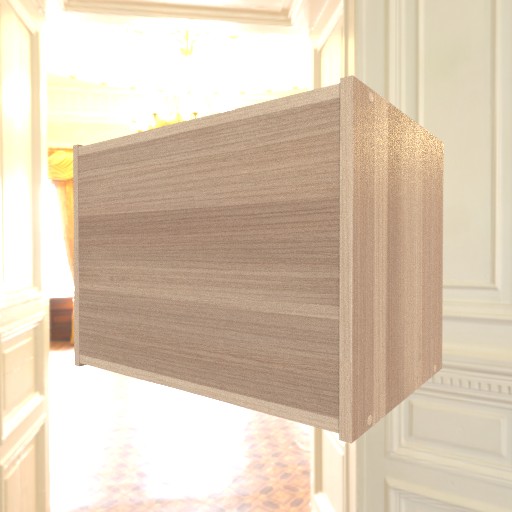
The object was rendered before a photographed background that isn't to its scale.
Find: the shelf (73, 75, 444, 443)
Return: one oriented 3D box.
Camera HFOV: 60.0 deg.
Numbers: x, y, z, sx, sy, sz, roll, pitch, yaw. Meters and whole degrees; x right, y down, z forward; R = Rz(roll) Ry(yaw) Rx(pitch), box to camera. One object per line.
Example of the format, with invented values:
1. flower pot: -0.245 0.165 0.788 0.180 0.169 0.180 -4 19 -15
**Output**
1. shelf: 0.000 0.000 0.606 0.415 0.305 0.290 1 1 37
